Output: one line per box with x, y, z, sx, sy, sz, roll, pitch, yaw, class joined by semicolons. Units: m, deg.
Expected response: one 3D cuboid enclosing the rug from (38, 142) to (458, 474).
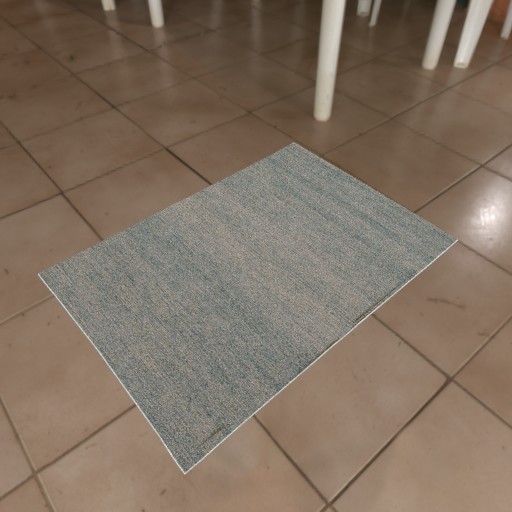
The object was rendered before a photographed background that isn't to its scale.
0.000;0.000;2.941;2.306;0.030;1.613;-33;55;-27;rug
